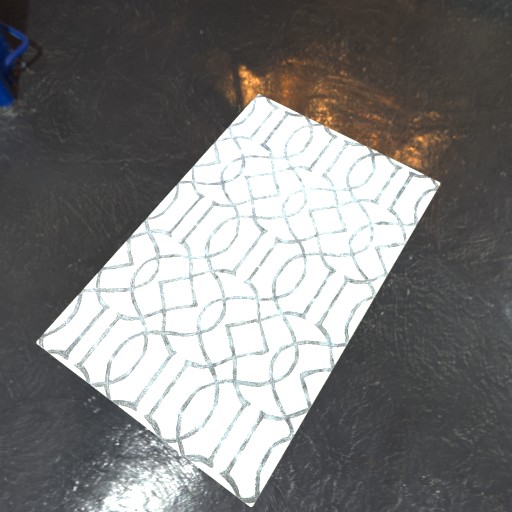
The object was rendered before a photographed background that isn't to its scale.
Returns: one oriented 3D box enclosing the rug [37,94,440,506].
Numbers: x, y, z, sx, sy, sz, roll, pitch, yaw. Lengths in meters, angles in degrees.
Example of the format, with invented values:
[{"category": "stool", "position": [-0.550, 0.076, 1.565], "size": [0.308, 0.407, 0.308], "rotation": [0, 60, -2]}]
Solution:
[{"category": "rug", "position": [0.000, 0.000, 2.840], "size": [1.521, 0.017, 2.365], "rotation": [31, 68, 14]}]
